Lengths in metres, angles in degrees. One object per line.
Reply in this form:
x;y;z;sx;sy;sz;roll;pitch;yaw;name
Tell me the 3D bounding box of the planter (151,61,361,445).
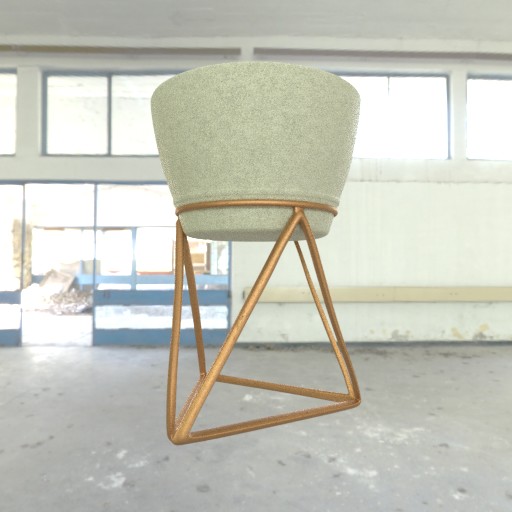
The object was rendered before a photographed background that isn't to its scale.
0.000;0.000;0.749;0.350;0.504;0.350;0;-2;0;planter
